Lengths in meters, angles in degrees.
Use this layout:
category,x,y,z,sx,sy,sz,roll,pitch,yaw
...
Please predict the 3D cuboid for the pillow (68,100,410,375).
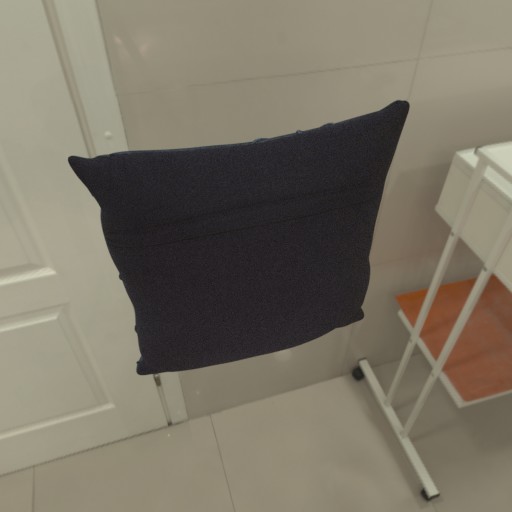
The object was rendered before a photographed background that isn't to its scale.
category,x,y,z,sx,sy,sz,roll,pitch,yaw
pillow,0.000,0.000,0.681,0.439,0.440,0.183,-12,45,-13
